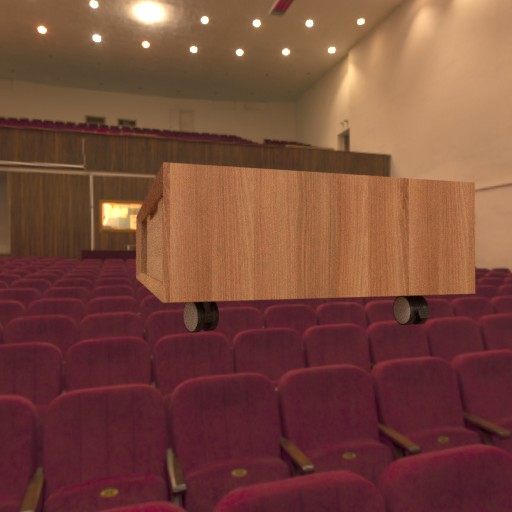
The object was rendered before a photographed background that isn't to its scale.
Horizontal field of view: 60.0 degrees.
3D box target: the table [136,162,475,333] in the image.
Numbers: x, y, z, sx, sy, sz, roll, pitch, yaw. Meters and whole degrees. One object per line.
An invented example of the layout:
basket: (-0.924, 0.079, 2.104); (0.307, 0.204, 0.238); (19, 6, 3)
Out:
table: (0.000, 0.000, 1.429); (0.700, 0.330, 1.100); (0, 0, -18)
